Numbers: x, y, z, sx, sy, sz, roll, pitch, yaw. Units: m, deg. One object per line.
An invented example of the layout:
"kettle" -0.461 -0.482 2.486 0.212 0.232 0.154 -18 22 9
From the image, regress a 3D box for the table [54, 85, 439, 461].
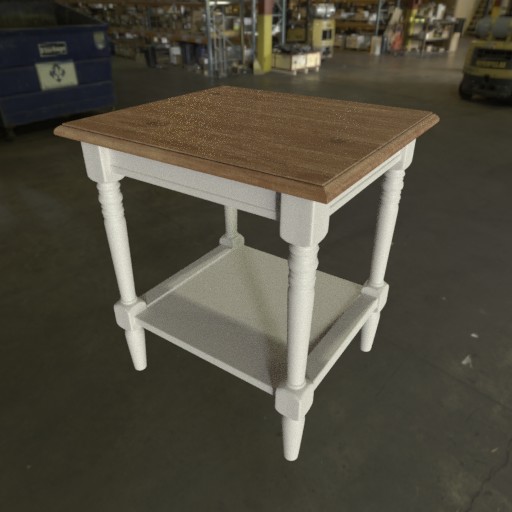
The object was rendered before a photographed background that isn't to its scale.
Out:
"table" 0.000 0.000 0.915 0.508 0.561 0.457 19 36 29
